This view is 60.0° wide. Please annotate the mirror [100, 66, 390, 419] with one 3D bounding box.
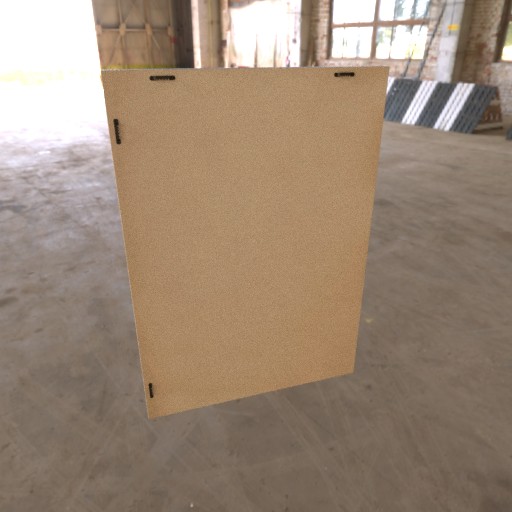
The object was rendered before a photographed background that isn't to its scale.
[{"bbox_3d":[0.000,0.000,0.909,0.507,0.710,0.039,-8,26,-16],"label":"mirror"}]
